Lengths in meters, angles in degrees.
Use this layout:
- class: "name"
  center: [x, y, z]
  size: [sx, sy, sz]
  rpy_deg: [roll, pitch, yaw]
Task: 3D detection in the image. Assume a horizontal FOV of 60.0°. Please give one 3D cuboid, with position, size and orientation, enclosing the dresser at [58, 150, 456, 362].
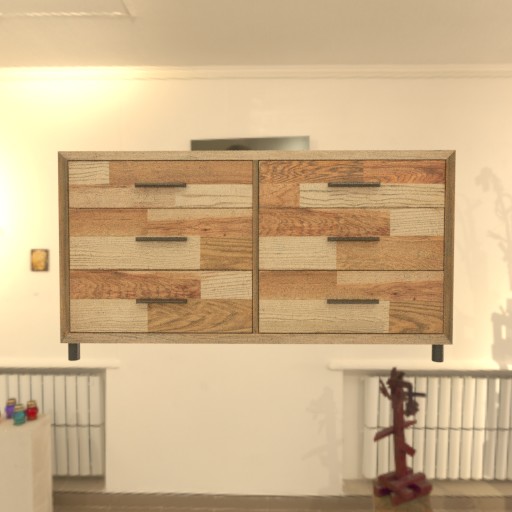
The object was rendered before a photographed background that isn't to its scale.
- class: "dresser"
  center: [0.000, 0.000, 1.932]
  size: [1.547, 0.834, 0.487]
  rpy_deg: [0, 2, 1]
